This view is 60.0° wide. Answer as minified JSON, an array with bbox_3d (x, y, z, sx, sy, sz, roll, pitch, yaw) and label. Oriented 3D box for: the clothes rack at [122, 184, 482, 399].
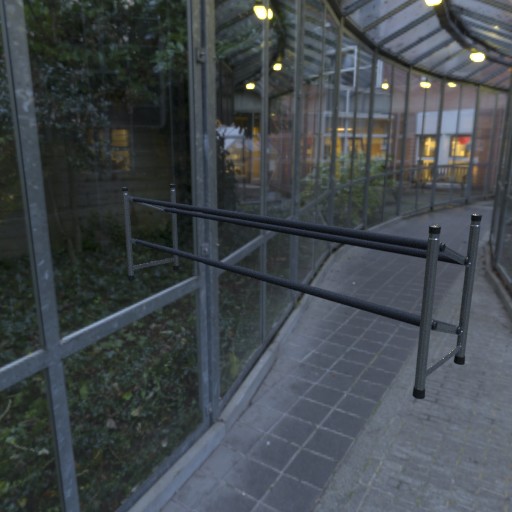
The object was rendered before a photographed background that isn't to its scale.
[{"bbox_3d":[0.000,0.000,1.320,0.229,0.349,1.168,-13,19,-43],"label":"clothes rack"}]
